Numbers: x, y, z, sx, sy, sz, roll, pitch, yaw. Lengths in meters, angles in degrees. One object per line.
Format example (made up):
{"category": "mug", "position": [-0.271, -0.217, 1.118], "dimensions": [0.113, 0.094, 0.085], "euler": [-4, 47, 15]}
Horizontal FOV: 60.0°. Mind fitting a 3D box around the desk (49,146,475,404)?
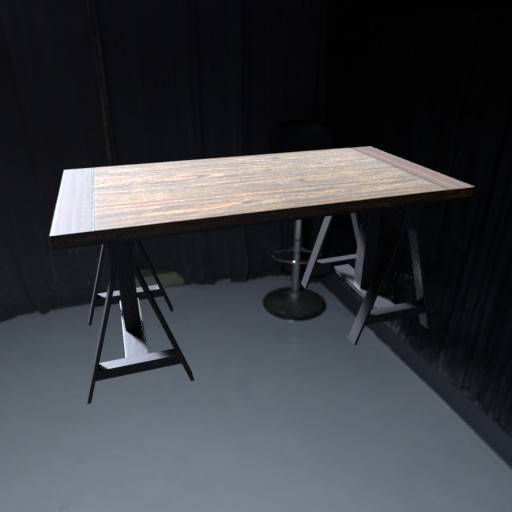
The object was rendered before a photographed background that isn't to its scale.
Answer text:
{"category": "desk", "position": [0.000, 0.000, 1.992], "dimensions": [1.543, 0.725, 0.784], "euler": [-8, 27, -16]}
